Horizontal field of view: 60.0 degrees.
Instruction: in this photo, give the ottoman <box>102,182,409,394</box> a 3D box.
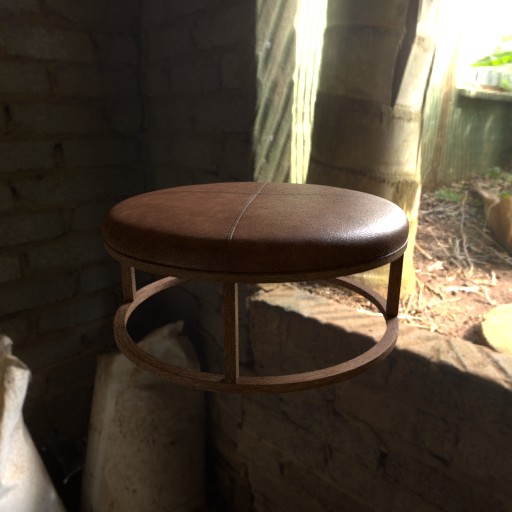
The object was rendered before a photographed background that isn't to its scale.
[{"bbox_3d":[0.000,0.000,1.558,1.006,0.445,1.006,0,17,0],"label":"ottoman"}]
